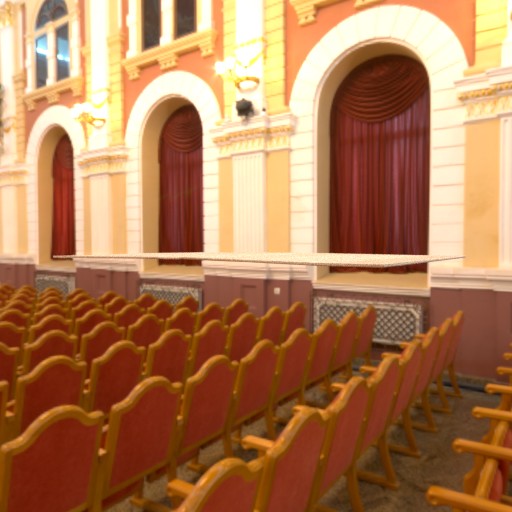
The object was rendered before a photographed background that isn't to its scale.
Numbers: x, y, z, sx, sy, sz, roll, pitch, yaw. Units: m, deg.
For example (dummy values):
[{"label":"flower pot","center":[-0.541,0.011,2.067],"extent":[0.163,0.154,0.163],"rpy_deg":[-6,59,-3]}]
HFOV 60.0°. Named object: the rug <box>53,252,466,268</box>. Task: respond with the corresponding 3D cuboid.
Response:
[{"label":"rug","center":[0.000,0.000,3.014],"extent":[2.346,0.029,1.574],"rpy_deg":[1,2,36]}]
